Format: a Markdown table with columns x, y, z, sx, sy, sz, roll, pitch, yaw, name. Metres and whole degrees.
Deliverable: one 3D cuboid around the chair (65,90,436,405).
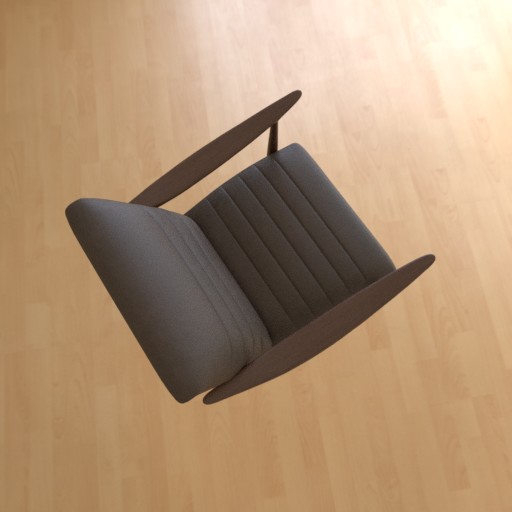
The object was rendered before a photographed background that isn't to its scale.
| x | y | z | sx | sy | sz | roll | pitch | yaw | name |
| --- | --- | --- | --- | --- | --- | --- | --- | --- | --- |
| 0.000 | 0.000 | 1.469 | 0.798 | 0.831 | 0.741 | -33 | 77 | -9 | chair |
